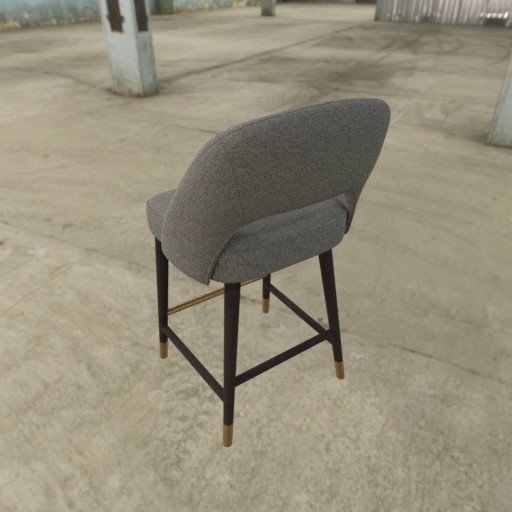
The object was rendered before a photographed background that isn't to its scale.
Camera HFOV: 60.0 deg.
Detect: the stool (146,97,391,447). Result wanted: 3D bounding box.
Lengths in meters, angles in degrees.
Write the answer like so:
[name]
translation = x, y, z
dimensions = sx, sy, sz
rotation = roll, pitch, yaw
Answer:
[stool]
translation = 0.000, 0.000, 1.250
dimensions = 0.536, 0.925, 0.524
rotation = -20, 36, -29
